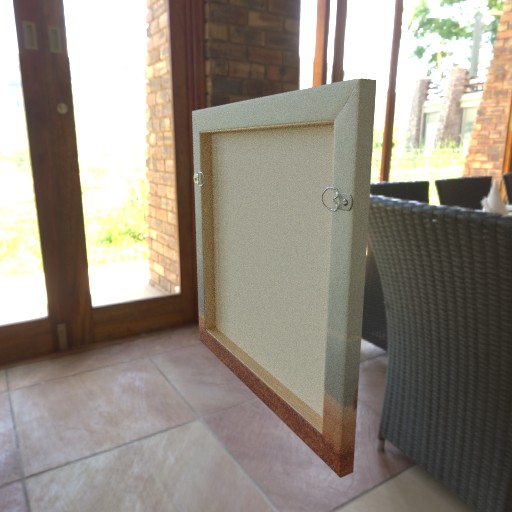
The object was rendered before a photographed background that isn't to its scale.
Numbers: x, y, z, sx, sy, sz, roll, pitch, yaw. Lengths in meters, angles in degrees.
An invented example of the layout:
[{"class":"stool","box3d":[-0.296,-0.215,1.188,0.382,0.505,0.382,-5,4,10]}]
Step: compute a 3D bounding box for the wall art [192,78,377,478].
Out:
[{"class":"wall art","box3d":[0.000,0.000,0.606,0.023,0.405,0.405,-7,15,-28]}]
